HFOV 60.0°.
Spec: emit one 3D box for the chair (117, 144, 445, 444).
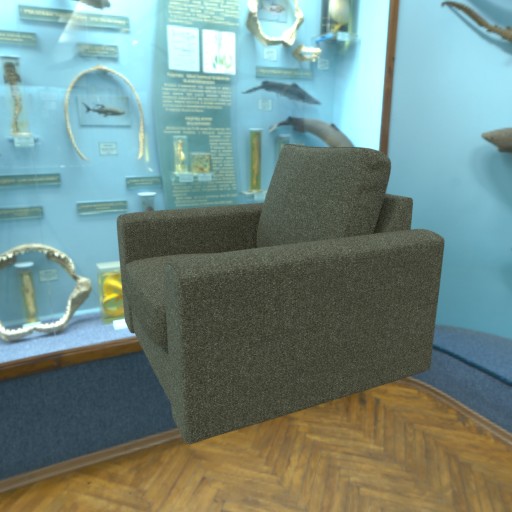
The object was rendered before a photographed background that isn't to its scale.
[{"bbox_3d":[0.000,0.000,1.818,1.016,0.873,1.005,-7,17,-25],"label":"chair"}]
